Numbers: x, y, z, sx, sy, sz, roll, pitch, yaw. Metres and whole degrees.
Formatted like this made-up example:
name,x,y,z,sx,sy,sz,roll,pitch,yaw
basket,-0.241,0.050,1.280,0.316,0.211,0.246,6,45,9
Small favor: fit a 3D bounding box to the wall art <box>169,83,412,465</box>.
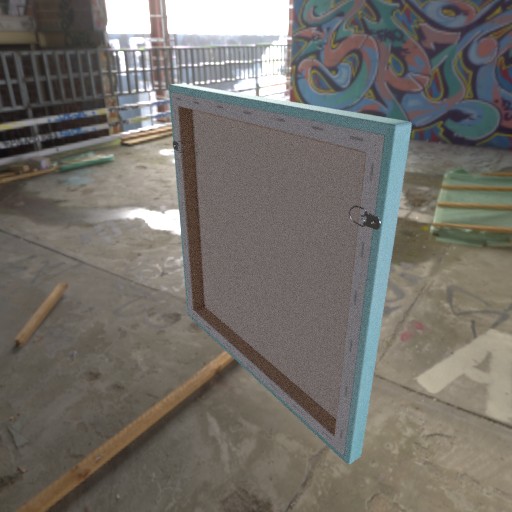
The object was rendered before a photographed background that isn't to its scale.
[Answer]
name,x,y,z,sx,sy,sz,roll,pitch,yaw
wall art,0.000,0.000,1.586,0.070,1.073,1.071,-19,32,-32
